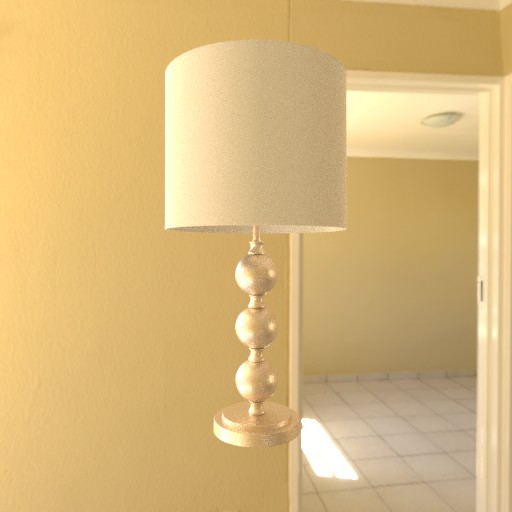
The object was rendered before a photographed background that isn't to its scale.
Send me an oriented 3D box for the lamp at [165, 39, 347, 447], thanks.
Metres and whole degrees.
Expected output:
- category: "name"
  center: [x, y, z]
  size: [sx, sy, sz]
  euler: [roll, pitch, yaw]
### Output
- category: "lamp"
  center: [0.000, 0.000, 0.687]
  size: [0.277, 0.538, 0.277]
  euler: [0, 1, -18]
